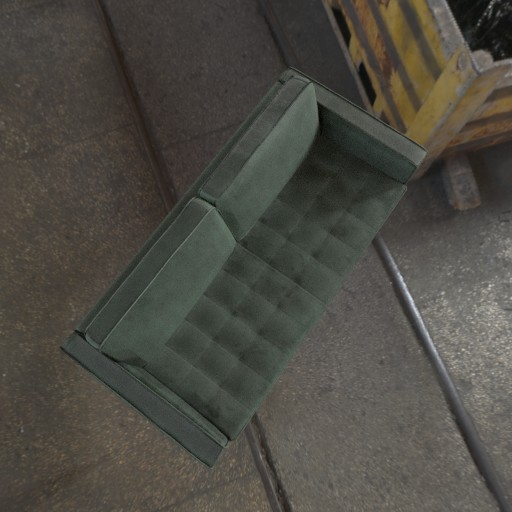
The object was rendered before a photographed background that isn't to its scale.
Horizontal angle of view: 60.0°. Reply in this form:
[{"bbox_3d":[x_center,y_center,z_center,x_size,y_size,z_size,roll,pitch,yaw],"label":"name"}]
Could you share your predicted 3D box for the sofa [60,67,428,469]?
[{"bbox_3d":[0.000,0.000,2.255,0.886,0.781,1.816,35,78,8],"label":"sofa"}]
